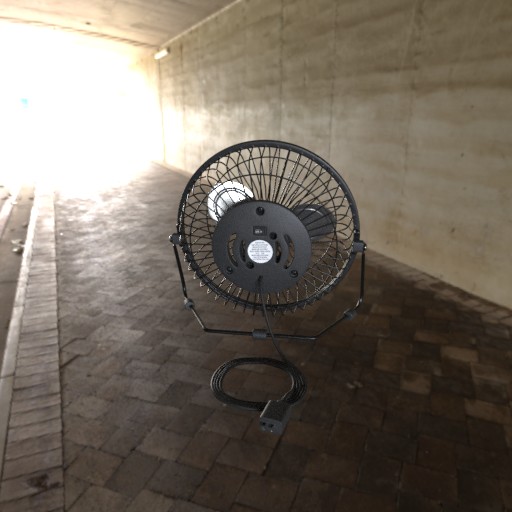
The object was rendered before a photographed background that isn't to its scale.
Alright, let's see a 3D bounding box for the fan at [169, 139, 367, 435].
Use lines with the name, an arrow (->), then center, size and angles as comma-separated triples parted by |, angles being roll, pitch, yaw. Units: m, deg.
fan -> 0.000, 0.000, 0.382 | 0.209, 0.188, 0.227 | 3, 18, 8
